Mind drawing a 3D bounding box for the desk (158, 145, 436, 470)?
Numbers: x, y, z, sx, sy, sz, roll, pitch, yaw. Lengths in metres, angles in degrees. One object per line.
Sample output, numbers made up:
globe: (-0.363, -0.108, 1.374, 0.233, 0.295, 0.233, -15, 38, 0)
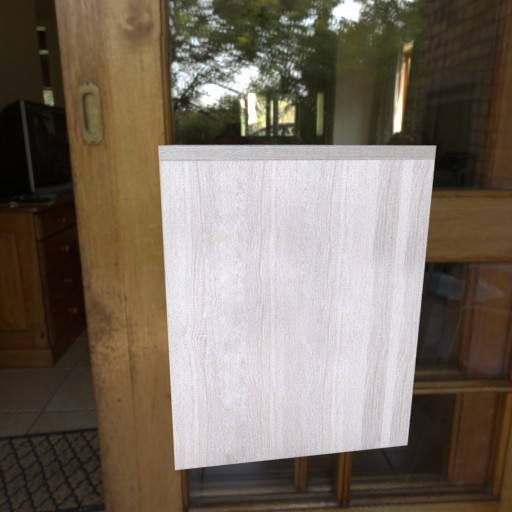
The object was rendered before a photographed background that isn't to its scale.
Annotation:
desk: (0.000, 0.000, 1.508, 0.600, 0.731, 1.100, -2, 14, -9)
